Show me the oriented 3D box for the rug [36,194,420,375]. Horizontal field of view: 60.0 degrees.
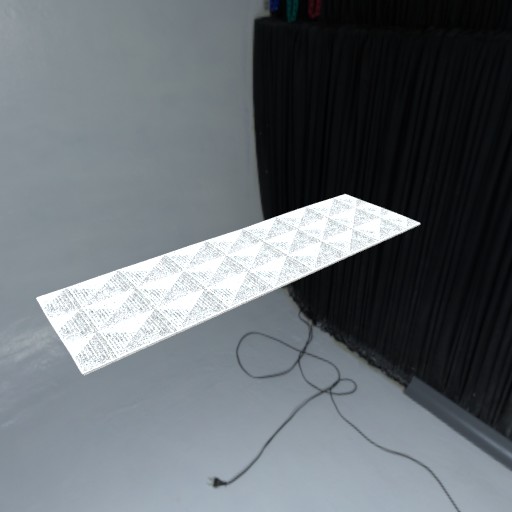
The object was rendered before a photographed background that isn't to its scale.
[{"bbox_3d":[0.000,0.000,2.489,2.182,0.015,0.645,-21,36,-32],"label":"rug"}]
